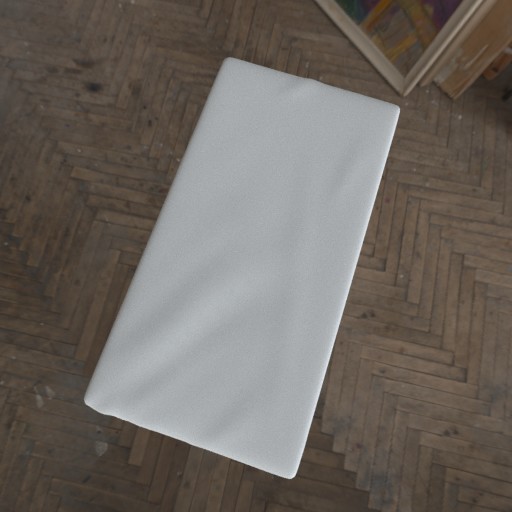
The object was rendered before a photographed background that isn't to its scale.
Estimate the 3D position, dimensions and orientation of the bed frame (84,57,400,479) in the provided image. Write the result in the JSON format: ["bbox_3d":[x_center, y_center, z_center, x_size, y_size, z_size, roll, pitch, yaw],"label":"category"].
[{"bbox_3d":[0.000,0.000,2.374,0.989,0.619,1.903,18,76,5],"label":"bed frame"}]
